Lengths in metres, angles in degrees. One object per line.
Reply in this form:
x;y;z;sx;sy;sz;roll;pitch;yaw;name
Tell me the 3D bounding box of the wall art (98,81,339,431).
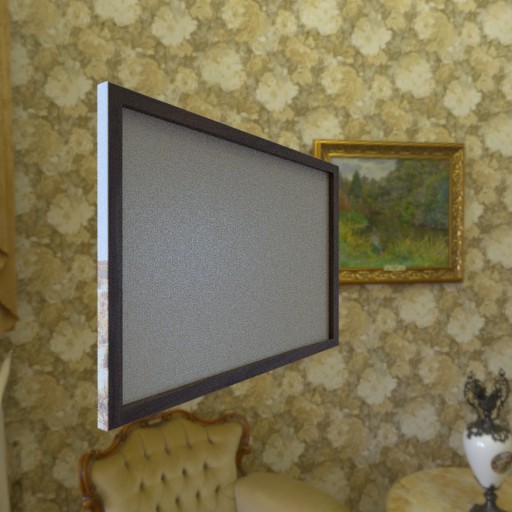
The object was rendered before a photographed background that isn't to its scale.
0.000;0.000;1.910;0.051;1.016;1.520;0;0;36;wall art
